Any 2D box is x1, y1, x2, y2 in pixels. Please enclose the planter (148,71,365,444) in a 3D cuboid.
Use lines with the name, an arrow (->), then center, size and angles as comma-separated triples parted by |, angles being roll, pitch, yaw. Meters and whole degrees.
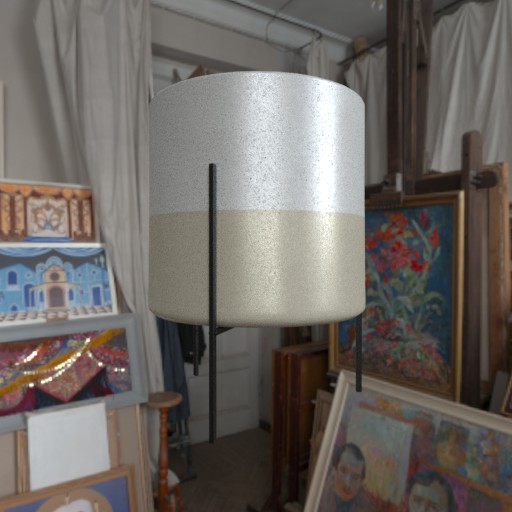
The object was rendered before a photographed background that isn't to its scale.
planter -> 0.000, 0.000, 0.748 | 0.359, 0.484, 0.368 | 0, 1, 18
